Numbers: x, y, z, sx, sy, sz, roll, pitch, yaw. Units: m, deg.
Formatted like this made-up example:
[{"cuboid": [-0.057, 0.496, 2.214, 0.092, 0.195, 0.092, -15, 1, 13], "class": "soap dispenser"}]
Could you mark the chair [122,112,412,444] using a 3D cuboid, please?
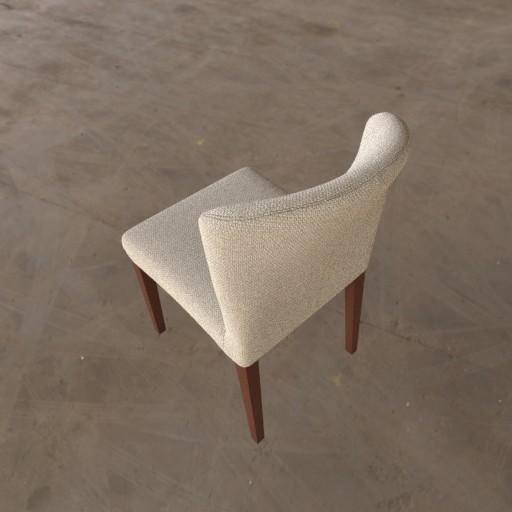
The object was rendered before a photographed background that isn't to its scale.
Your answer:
[{"cuboid": [0.000, 0.000, 1.157, 0.491, 0.839, 0.589, -34, 56, -28], "class": "chair"}]
